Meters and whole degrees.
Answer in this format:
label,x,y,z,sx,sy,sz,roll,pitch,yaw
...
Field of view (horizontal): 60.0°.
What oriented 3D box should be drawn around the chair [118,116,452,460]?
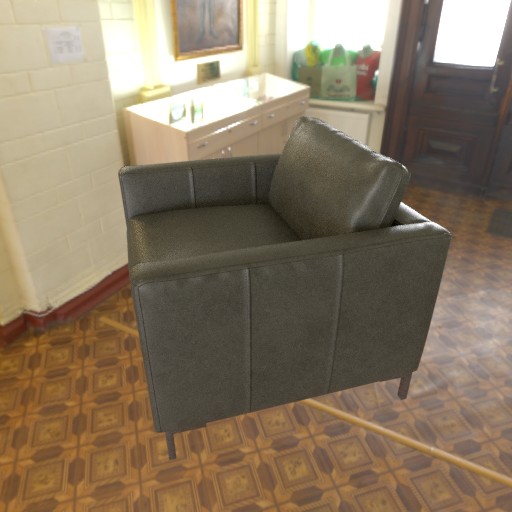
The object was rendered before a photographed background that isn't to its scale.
label,x,y,z,sx,sy,sz,roll,pitch,yaw
chair,0.000,0.000,1.507,0.861,0.824,0.967,-9,30,-15
